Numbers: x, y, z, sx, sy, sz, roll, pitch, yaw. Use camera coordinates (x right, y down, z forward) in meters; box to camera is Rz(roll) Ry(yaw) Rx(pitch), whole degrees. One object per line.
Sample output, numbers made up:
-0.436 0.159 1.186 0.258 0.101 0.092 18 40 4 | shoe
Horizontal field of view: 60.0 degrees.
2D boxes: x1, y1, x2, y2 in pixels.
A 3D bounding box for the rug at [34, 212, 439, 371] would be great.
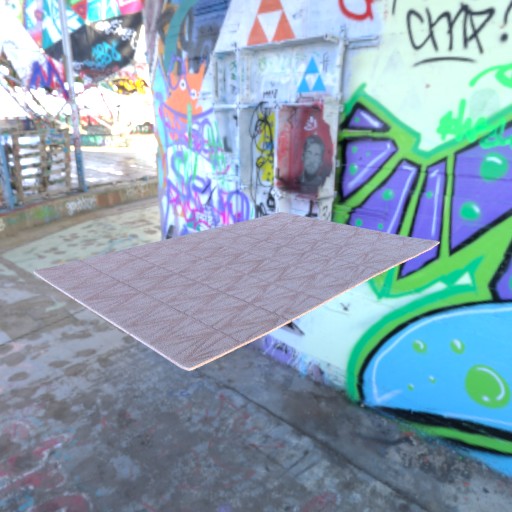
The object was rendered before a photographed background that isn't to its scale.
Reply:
0.000 0.000 2.354 1.230 0.025 1.837 17 25 41 | rug
